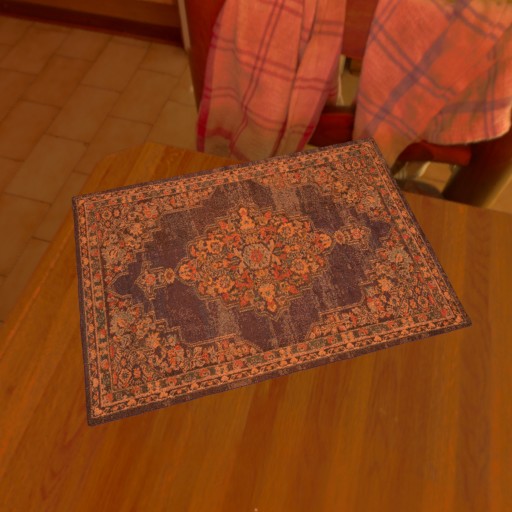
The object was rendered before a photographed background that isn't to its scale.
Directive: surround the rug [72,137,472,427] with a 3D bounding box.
[{"bbox_3d":[0.000,0.000,3.727,2.940,0.011,2.053,-13,61,-7],"label":"rug"}]
